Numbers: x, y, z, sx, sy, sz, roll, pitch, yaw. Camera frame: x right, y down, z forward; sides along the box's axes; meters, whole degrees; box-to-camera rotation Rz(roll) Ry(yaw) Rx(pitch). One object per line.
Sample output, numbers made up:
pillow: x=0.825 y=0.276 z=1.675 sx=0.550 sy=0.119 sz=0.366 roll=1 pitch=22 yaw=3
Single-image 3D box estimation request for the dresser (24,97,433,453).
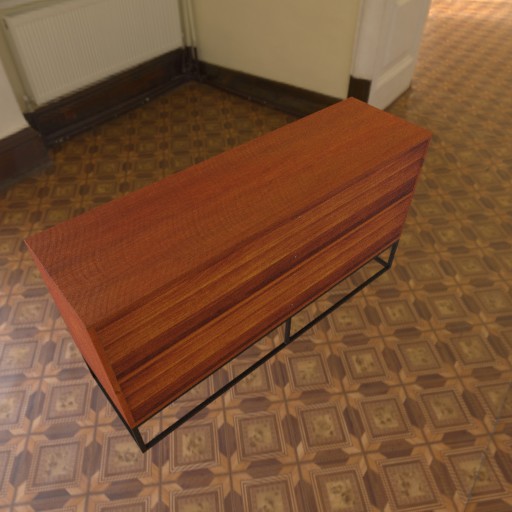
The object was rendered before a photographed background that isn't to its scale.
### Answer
dresser: x=0.000 y=0.000 z=1.898 sx=1.536 sy=0.810 sz=0.464 roll=-31 pitch=52 yaw=-28
